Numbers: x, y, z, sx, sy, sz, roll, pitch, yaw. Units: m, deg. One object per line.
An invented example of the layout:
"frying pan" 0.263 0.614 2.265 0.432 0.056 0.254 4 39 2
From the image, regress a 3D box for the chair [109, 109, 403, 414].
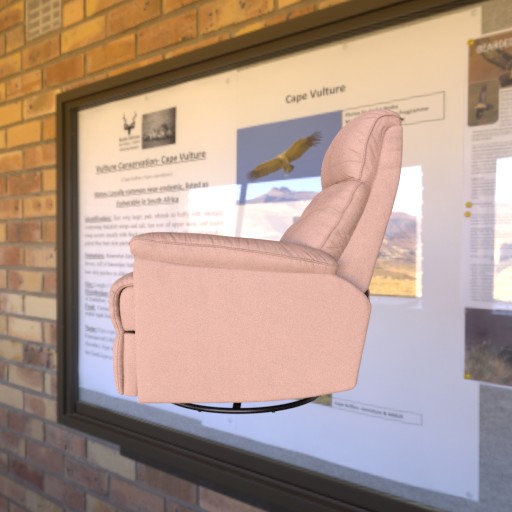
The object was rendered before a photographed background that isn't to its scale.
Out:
"chair" 0.000 0.000 1.764 1.004 1.037 0.820 0 1 1
